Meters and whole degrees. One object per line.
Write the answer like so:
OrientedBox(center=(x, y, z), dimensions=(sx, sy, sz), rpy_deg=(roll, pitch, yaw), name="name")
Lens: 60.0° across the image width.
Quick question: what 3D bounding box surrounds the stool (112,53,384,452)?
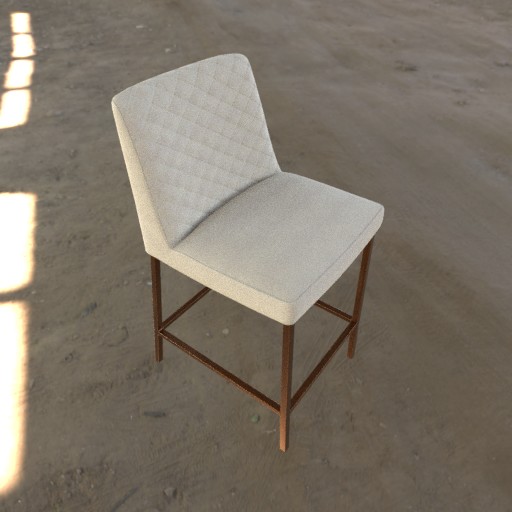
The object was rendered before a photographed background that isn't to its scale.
OrientedBox(center=(0.000, 0.000, 1.305), dimensions=(0.576, 0.973, 0.507), rpy_deg=(26, 46, 27), name="stool")
